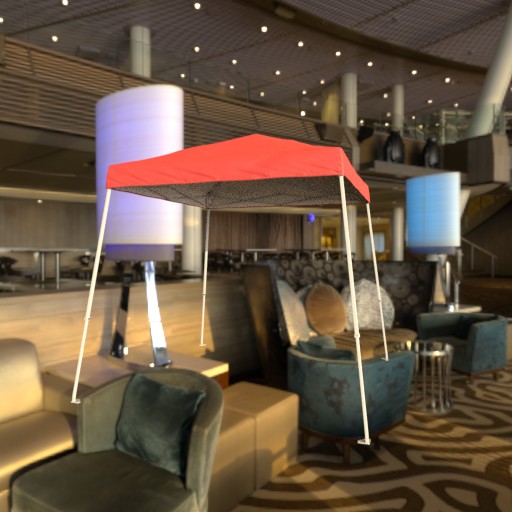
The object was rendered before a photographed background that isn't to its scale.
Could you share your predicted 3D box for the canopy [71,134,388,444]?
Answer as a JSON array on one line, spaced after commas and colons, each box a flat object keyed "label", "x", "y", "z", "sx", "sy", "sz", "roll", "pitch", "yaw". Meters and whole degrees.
[{"label": "canopy", "x": 0.000, "y": 0.000, "z": 6.569, "sx": 3.600, "sy": 3.600, "sz": 3.599, "roll": 0, "pitch": 1, "yaw": 19}]
